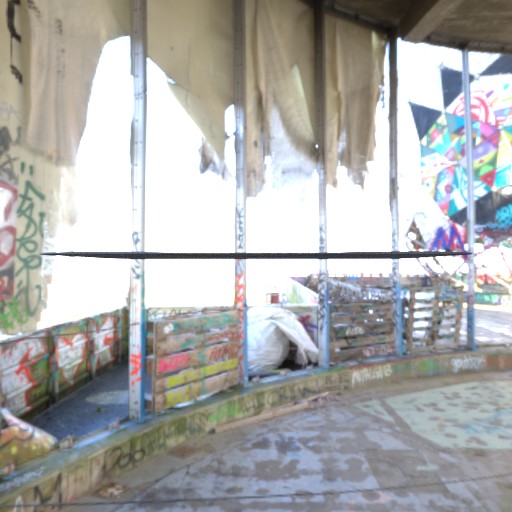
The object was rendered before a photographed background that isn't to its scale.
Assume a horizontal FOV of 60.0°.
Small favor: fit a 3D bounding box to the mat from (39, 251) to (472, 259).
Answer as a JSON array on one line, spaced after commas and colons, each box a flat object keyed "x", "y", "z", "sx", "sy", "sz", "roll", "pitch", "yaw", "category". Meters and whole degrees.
[{"x": 0.000, "y": 0.000, "z": 1.911, "sx": 1.524, "sy": 0.013, "sz": 0.918, "roll": 0, "pitch": -2, "yaw": 1, "category": "mat"}]
